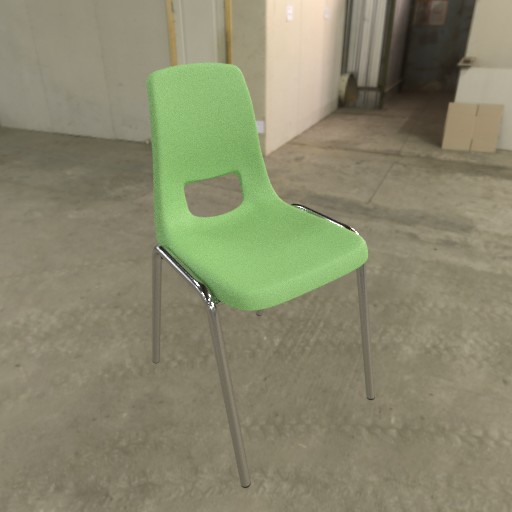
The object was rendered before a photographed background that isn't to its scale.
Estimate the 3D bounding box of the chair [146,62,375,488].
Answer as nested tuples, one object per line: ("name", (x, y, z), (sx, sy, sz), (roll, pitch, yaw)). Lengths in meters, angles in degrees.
("chair", (0.000, 0.000, 0.920), (0.381, 0.704, 0.436), (-20, 35, -32))
